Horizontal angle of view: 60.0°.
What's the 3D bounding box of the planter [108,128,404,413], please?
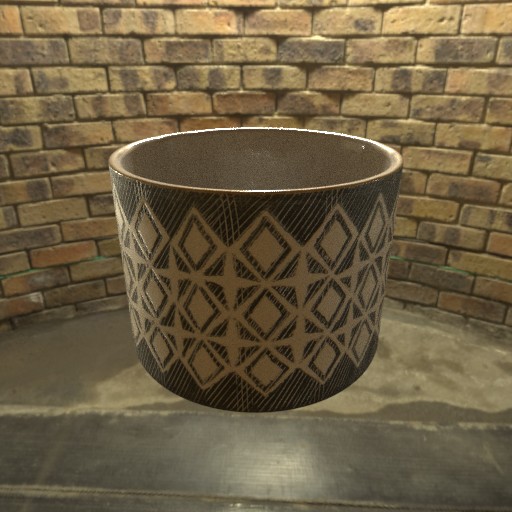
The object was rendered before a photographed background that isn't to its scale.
[{"bbox_3d":[0.000,0.000,0.220,0.126,0.104,0.126,0,25,0],"label":"planter"}]
